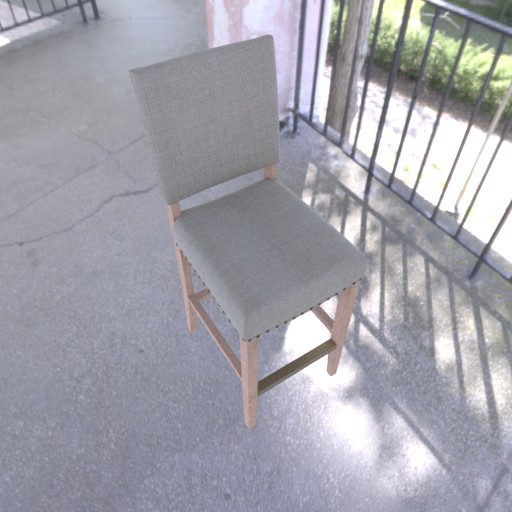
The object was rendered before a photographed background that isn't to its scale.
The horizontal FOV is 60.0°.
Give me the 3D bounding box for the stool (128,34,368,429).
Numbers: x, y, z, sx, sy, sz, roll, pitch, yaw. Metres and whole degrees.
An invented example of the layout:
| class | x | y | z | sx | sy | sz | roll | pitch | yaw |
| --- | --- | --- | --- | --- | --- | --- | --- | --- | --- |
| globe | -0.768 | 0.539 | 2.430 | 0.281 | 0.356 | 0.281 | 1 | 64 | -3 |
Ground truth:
| class | x | y | z | sx | sy | sz | roll | pitch | yaw |
| --- | --- | --- | --- | --- | --- | --- | --- | --- | --- |
| stool | 0.000 | 0.000 | 1.486 | 0.445 | 1.173 | 0.585 | -25 | 52 | -22 |
